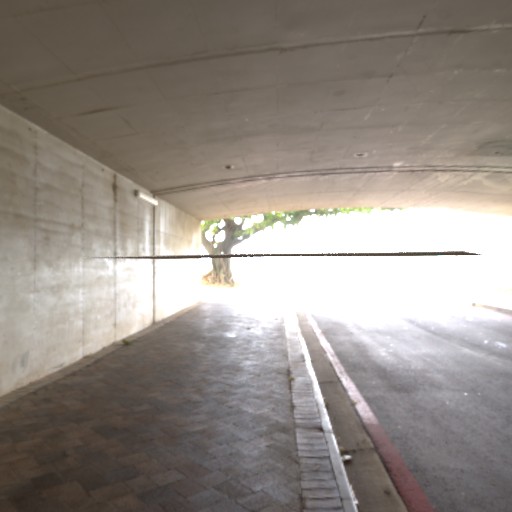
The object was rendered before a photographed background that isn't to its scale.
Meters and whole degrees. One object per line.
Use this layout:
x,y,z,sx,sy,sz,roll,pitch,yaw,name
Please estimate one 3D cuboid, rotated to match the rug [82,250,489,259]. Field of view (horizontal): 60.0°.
0.000,0.000,2.610,2.390,0.014,0.741,-1,-1,35,rug
